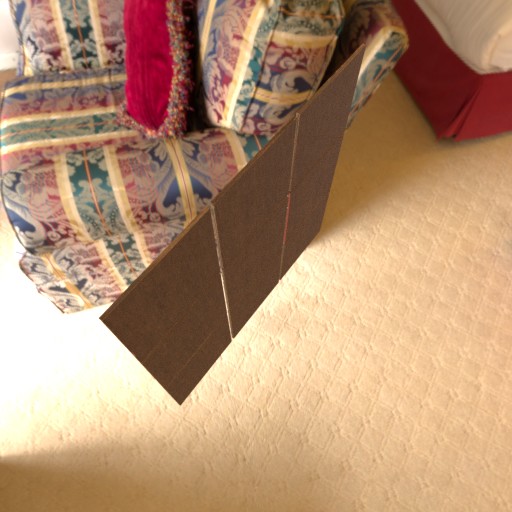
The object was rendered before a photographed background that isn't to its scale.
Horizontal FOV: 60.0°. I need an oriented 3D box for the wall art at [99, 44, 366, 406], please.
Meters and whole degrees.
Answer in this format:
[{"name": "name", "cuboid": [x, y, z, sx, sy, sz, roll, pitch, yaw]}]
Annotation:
[{"name": "wall art", "cuboid": [0.000, 0.000, 1.801, 0.013, 1.213, 1.215, 34, 67, 16]}]
